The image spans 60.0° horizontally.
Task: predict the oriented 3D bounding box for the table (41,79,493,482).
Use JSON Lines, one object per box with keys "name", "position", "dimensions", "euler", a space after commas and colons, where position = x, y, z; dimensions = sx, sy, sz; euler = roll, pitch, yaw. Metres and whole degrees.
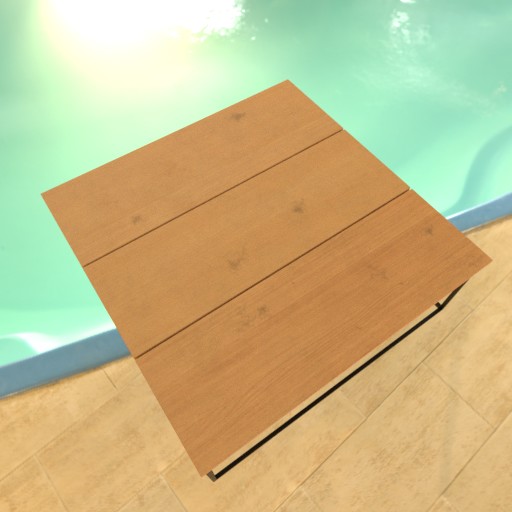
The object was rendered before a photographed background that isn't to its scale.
{"name": "table", "position": [0.000, 0.000, 1.673], "dimensions": [1.100, 0.400, 1.100], "euler": [-31, 64, -17]}
